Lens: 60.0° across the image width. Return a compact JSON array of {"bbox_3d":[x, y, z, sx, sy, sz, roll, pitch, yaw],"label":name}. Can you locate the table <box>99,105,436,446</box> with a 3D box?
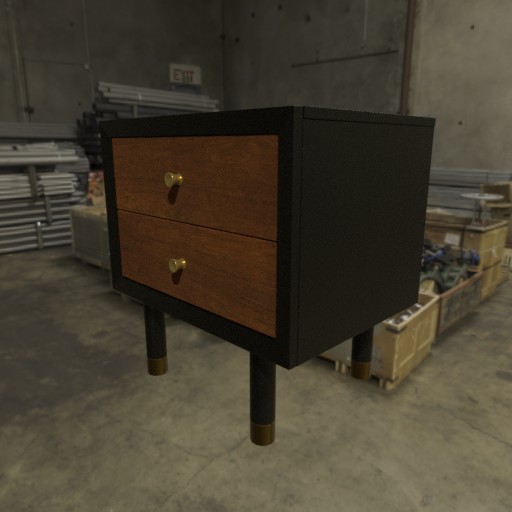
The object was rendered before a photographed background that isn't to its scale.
[{"bbox_3d":[0.000,0.000,0.989,0.441,0.584,0.564,-14,19,-43],"label":"table"}]
